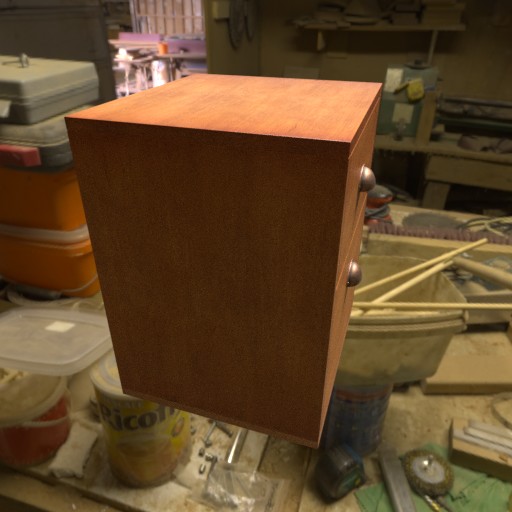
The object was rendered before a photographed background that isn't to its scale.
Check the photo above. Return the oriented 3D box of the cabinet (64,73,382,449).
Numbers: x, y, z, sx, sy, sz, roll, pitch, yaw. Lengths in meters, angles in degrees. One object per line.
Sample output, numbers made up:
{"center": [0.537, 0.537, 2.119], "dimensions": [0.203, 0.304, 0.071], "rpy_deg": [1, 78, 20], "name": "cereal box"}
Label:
{"center": [0.000, 0.000, 0.846], "dimensions": [0.401, 0.579, 0.409], "rpy_deg": [10, 32, 16], "name": "cabinet"}
